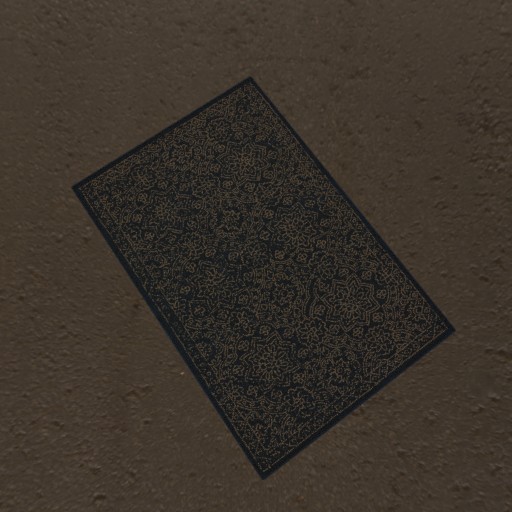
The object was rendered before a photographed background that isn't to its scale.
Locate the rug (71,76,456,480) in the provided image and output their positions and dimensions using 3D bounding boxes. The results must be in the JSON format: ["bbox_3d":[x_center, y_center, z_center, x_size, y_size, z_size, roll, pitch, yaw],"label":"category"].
[{"bbox_3d":[0.000,0.000,2.358,1.219,0.010,1.829,-35,79,-8],"label":"rug"}]
